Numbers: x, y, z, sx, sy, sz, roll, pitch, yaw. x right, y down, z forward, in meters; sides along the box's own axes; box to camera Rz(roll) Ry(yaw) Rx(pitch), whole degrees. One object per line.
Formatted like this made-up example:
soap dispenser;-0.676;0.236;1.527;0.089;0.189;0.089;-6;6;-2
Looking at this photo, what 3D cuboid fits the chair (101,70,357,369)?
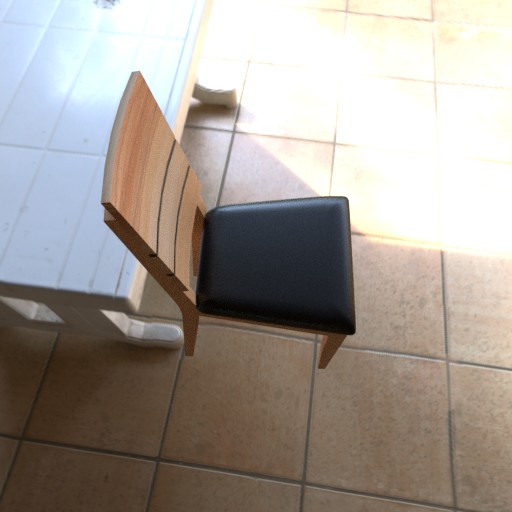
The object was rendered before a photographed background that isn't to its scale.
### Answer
chair;0.000;0.000;1.188;0.520;0.940;0.410;2;64;1
